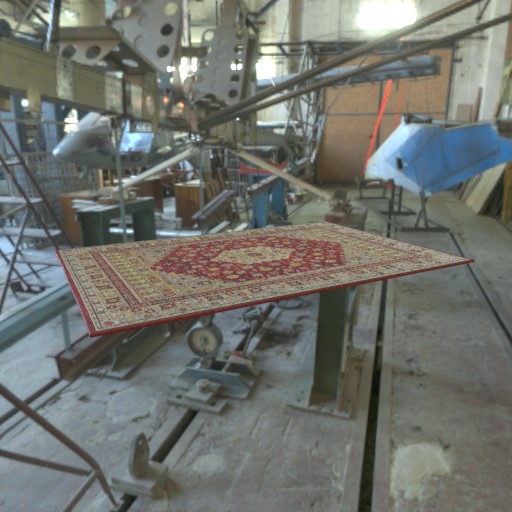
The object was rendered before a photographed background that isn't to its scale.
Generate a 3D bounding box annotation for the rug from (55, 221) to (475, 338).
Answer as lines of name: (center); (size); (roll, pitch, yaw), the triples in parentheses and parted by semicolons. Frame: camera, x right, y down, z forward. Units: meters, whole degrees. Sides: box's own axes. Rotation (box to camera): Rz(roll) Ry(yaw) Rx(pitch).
rug: (0.000, 0.000, 2.275); (1.802, 0.013, 1.194); (-8, 17, -27)
